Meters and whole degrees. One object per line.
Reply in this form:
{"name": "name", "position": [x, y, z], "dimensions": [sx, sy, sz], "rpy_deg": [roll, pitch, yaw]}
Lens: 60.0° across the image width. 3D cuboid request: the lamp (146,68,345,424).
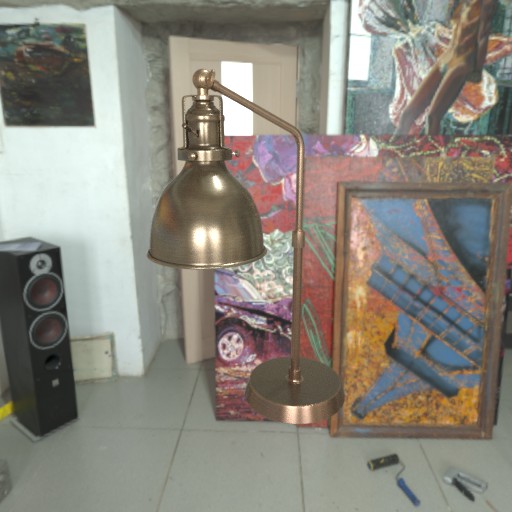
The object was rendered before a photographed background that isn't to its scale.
{"name": "lamp", "position": [0.000, 0.000, 0.591], "dimensions": [0.286, 0.456, 0.153], "rpy_deg": [-8, 18, -26]}
